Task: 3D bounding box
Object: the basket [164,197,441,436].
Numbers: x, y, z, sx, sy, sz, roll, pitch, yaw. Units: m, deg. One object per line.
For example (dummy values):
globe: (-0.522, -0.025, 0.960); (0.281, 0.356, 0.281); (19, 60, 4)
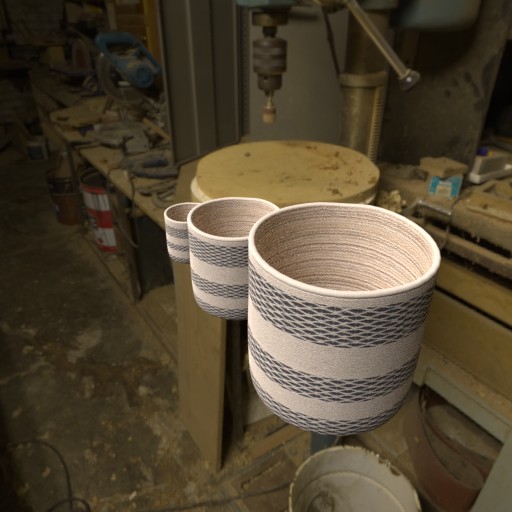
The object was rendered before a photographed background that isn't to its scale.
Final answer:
basket: (0.000, 0.000, 1.110); (0.351, 0.356, 0.917); (-19, 35, -29)
